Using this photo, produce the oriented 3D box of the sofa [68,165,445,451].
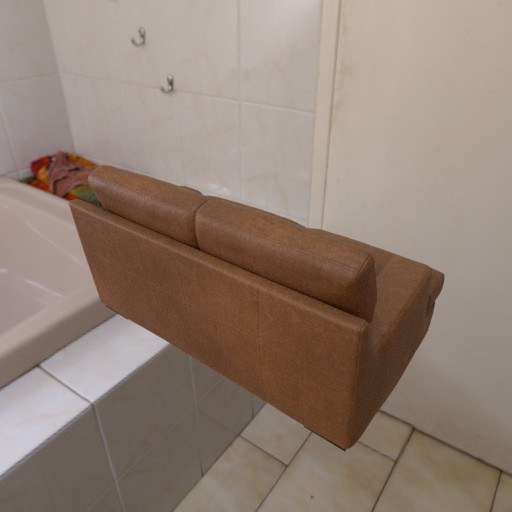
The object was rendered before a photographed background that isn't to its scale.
[{"bbox_3d":[0.000,0.000,2.532,1.880,0.966,1.144,22,37,32],"label":"sofa"}]
